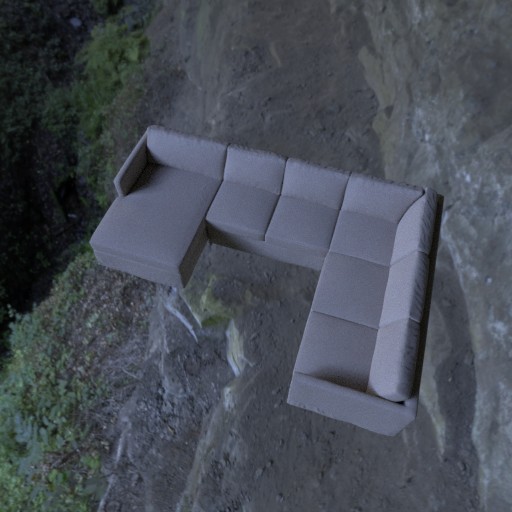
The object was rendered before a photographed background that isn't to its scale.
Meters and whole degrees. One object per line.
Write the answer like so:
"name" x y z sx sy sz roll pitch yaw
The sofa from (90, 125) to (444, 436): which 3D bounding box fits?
"sofa" 0.000 0.000 4.611 3.528 0.878 2.476 15 59 10
